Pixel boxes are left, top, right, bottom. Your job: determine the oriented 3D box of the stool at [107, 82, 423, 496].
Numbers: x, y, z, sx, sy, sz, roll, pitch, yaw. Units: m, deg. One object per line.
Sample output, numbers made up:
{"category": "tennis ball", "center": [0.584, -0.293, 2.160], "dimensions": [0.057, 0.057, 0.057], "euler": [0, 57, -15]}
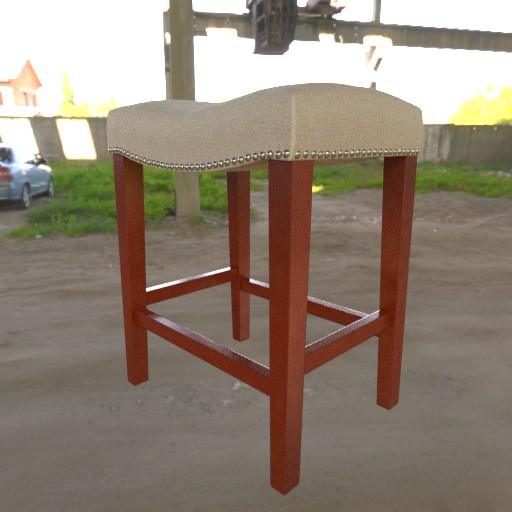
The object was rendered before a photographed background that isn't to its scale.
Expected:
{"category": "stool", "center": [0.000, 0.000, 0.919], "dimensions": [0.375, 0.632, 0.509], "euler": [-14, 20, -43]}
